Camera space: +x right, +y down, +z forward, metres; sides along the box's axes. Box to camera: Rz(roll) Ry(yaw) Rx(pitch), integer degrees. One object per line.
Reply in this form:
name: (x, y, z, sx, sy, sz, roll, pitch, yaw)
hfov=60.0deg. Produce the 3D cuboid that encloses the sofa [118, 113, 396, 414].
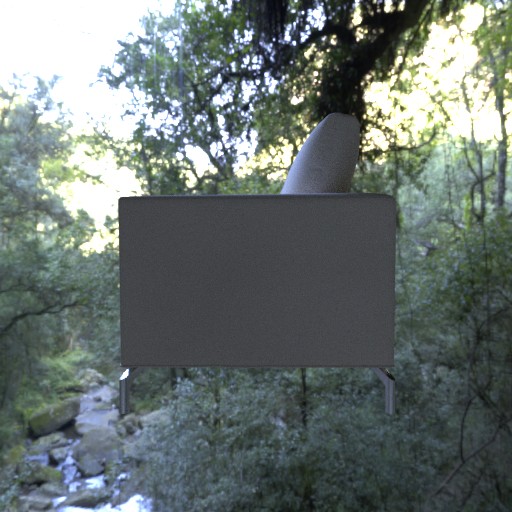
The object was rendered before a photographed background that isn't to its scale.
sofa: (0.000, 0.000, 2.259, 0.906, 0.995, 1.739, 0, 1, 0)
